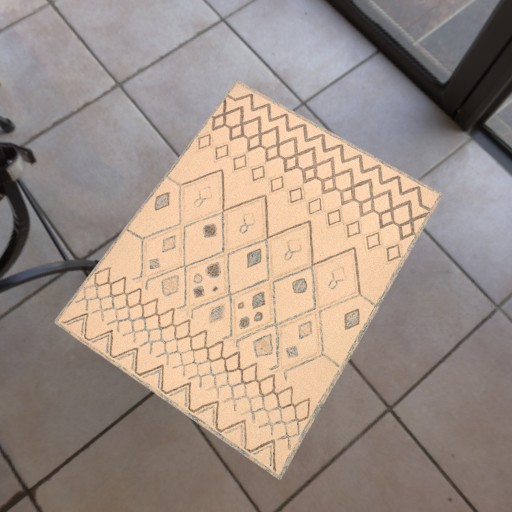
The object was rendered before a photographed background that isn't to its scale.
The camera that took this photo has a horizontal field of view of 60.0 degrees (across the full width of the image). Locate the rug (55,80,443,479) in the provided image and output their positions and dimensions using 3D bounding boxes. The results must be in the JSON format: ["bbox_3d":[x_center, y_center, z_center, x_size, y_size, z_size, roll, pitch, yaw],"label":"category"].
[{"bbox_3d":[0.000,0.000,4.212,2.441,0.013,3.056,32,77,8],"label":"rug"}]
